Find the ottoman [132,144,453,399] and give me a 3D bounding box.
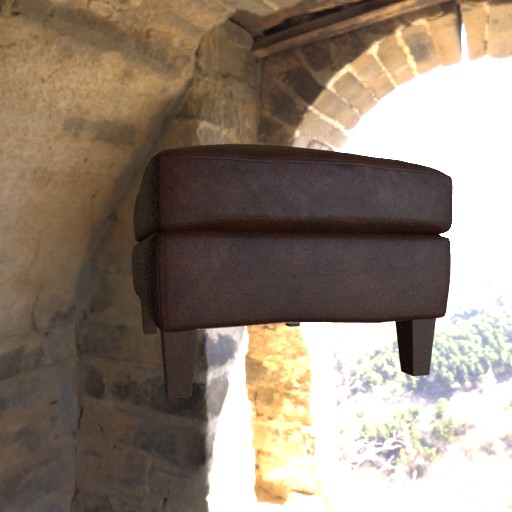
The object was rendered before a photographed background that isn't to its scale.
[{"bbox_3d":[0.000,0.000,1.255,0.659,0.527,0.887,0,0,-18],"label":"ottoman"}]
